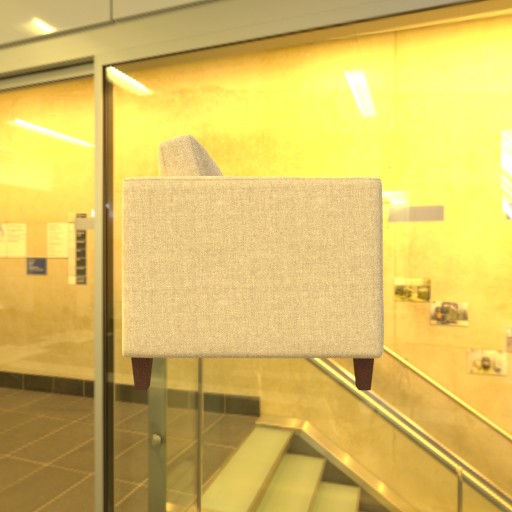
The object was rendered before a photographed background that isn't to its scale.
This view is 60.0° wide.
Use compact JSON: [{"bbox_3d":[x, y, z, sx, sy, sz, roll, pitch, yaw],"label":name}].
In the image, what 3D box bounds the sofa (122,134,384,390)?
[{"bbox_3d":[0.000,0.000,2.461,0.950,0.963,1.884,0,0,1],"label":"sofa"}]
